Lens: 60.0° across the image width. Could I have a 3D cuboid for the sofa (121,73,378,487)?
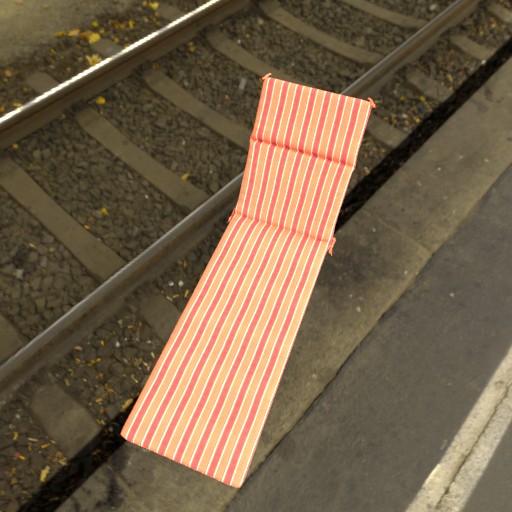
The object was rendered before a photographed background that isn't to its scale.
[{"bbox_3d":[0.000,0.000,1.902,0.582,0.622,1.663,18,59,11],"label":"sofa"}]
